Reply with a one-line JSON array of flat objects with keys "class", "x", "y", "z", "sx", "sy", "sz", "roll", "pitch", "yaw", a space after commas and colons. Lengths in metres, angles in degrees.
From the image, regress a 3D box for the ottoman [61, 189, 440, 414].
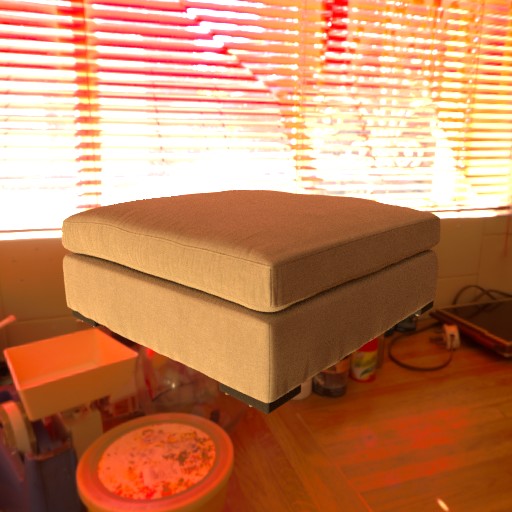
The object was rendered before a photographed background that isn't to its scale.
[{"class": "ottoman", "x": 0.000, "y": 0.000, "z": 1.895, "sx": 1.171, "sy": 0.517, "sz": 1.203, "roll": 12, "pitch": 17, "yaw": 41}]
